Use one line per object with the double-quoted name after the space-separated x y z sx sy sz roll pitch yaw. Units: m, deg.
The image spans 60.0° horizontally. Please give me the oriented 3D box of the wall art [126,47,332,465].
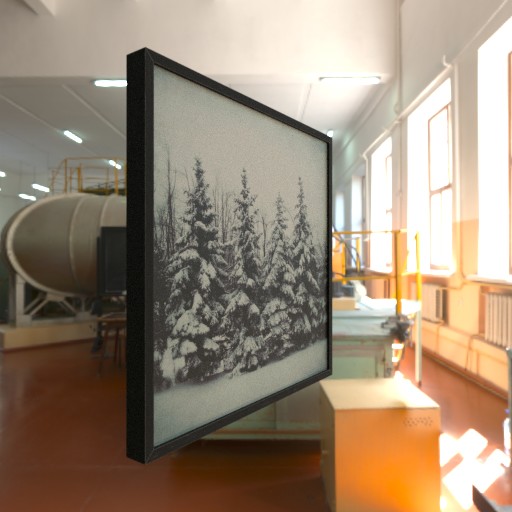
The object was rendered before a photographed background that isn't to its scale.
0.000 0.000 0.751 0.036 0.506 0.506 0 0 36 "wall art"
